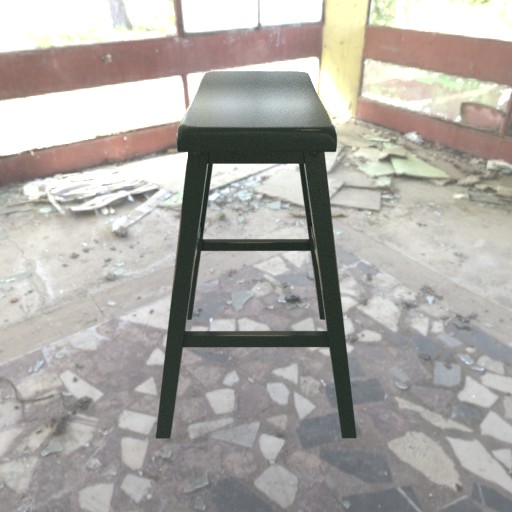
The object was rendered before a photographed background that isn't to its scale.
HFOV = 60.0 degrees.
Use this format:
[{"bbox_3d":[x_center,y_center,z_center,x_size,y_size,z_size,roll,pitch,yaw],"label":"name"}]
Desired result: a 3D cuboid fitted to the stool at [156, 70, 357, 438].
[{"bbox_3d":[0.000,0.000,1.041,0.476,0.737,0.457,0,33,0],"label":"stool"}]
